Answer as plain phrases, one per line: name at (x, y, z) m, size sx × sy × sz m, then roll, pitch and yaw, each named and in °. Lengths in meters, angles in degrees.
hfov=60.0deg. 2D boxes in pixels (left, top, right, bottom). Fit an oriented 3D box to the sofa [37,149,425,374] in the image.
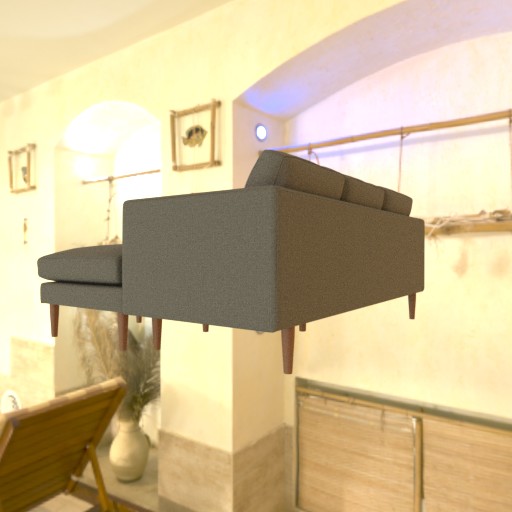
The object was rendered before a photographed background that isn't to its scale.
sofa at (0.000, 0.000, 2.849) m, size 1.591 × 0.897 × 2.031 m, roll 0°, pitch 1°, yaw 35°
